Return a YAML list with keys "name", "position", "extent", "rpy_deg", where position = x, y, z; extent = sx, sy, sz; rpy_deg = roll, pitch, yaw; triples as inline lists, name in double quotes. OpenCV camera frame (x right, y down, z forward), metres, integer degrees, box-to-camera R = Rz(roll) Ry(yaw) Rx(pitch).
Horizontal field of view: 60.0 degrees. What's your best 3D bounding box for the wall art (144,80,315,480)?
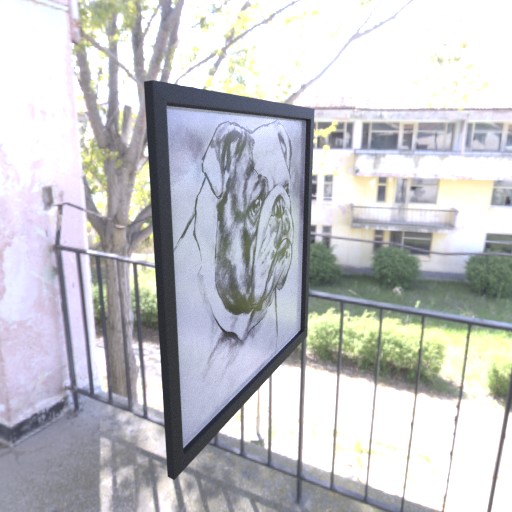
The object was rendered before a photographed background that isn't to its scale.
- name: "wall art"
  position: [0.000, 0.000, 0.983]
  extent: [0.016, 0.659, 0.663]
  rpy_deg: [7, 16, 26]
